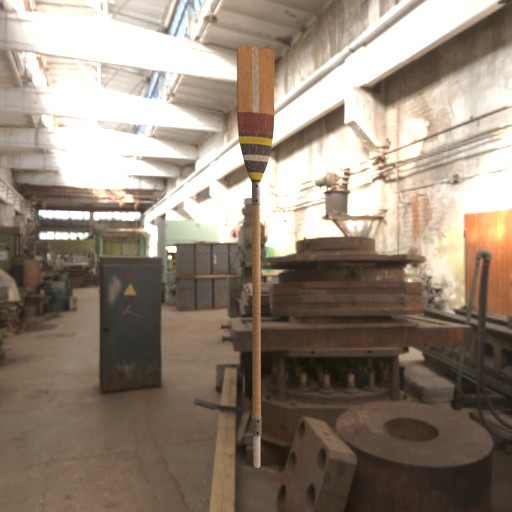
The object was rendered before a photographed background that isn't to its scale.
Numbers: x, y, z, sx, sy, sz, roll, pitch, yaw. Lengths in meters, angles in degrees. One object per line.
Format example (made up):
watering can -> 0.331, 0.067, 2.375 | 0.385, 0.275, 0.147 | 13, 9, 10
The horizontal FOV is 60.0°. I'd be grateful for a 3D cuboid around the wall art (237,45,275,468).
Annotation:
wall art -> 0.000, 0.000, 1.646 | 0.146, 1.556, 0.038 | 0, -1, -18
